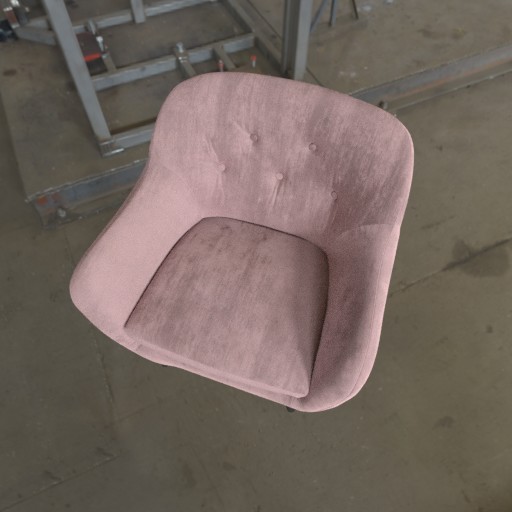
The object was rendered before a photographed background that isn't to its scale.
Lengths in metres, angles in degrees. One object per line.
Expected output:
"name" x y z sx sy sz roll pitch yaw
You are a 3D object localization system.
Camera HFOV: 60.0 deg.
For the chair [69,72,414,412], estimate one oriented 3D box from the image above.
"chair" 0.000 0.000 1.476 0.840 0.820 0.820 17 59 10
